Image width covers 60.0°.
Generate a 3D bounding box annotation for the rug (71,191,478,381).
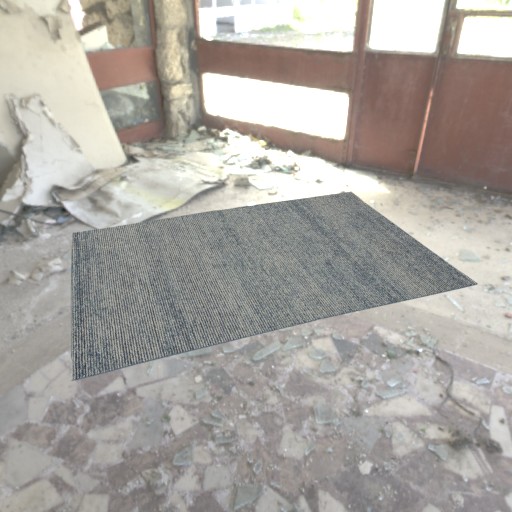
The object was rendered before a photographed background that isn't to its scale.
[{"bbox_3d":[0.000,0.000,2.258,1.777,0.021,1.145,-10,33,-16],"label":"rug"}]
